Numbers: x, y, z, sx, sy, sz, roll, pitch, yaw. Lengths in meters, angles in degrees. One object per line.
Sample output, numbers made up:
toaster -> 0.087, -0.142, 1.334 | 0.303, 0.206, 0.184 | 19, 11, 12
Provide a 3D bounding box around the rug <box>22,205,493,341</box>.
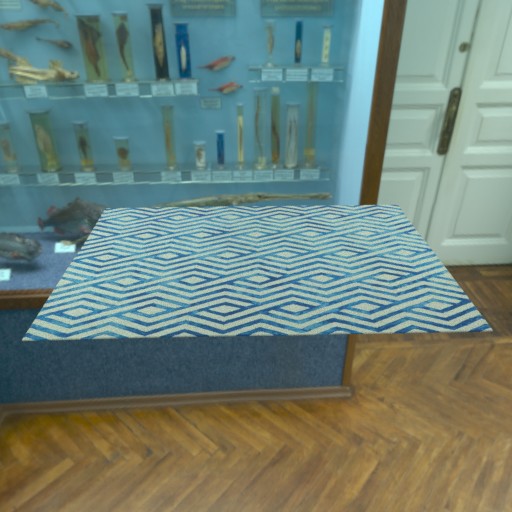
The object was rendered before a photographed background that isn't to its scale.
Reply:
rug -> 0.000, 0.000, 2.248 | 1.830, 0.008, 1.225 | -1, 30, -2
